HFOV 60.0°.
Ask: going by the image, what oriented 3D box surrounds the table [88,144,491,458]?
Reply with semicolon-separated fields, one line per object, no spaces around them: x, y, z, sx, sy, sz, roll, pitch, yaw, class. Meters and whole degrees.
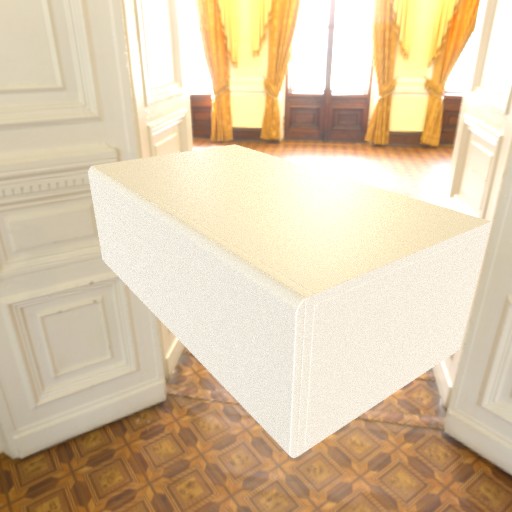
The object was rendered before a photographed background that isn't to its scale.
0.000;0.000;1.394;0.639;0.442;1.097;-18;31;-32;table
